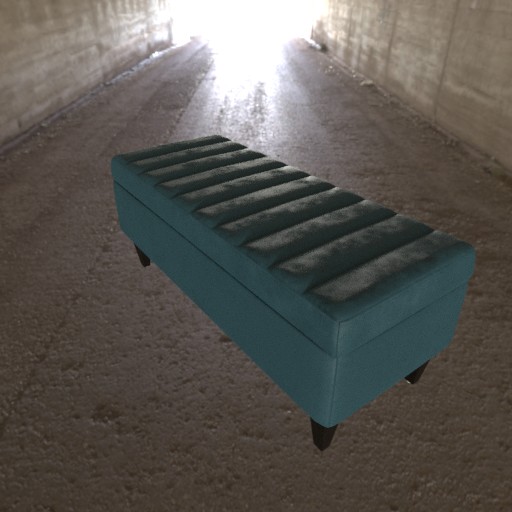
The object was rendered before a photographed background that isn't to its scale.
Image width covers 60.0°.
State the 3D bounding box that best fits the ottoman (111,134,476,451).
[{"bbox_3d":[0.000,0.000,1.419,0.482,0.469,1.151,-21,38,-30],"label":"ottoman"}]
